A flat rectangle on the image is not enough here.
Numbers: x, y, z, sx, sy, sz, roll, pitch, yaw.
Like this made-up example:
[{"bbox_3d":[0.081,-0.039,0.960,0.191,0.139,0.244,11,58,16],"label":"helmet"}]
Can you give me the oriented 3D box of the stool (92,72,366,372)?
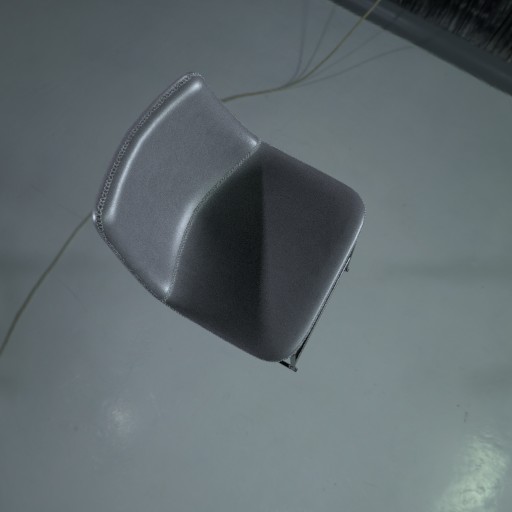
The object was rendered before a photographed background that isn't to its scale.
[{"bbox_3d":[0.000,0.000,1.192,0.546,0.876,0.470,28,79,6],"label":"stool"}]
